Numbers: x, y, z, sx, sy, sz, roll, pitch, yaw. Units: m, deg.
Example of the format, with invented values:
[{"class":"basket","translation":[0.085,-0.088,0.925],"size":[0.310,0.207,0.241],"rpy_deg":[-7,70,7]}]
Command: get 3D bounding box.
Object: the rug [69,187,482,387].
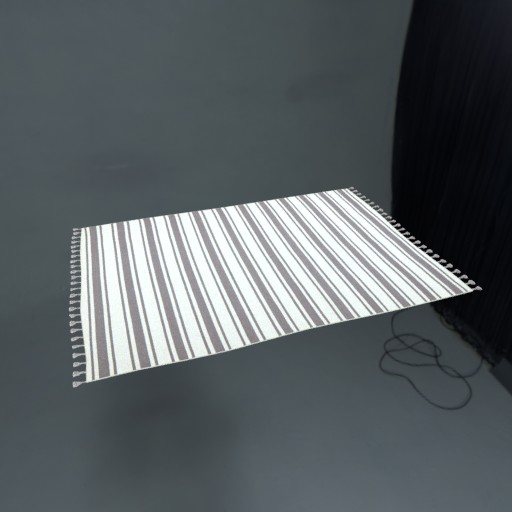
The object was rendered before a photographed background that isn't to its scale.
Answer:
[{"class":"rug","translation":[0.000,0.000,3.832],"size":[3.040,0.017,2.030],"rpy_deg":[-10,34,-16]}]
